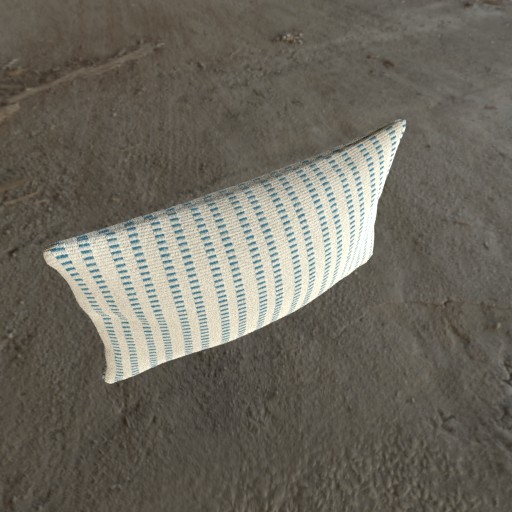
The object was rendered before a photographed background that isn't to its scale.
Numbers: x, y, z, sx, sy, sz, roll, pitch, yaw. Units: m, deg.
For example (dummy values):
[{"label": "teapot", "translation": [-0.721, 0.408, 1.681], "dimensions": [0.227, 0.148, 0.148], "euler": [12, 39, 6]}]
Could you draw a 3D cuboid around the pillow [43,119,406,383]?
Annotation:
[{"label": "pillow", "translation": [0.000, 0.000, 0.797], "dimensions": [0.640, 0.353, 0.210], "euler": [-24, 51, -21]}]
